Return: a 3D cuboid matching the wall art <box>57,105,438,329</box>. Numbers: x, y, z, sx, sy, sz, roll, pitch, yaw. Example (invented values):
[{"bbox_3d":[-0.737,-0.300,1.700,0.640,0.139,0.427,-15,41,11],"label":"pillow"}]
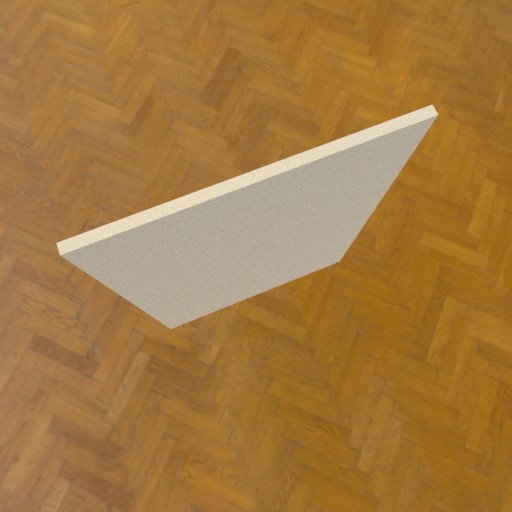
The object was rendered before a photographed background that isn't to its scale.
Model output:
[{"bbox_3d":[0.000,0.000,0.671,0.381,0.533,0.013,-21,75,-6],"label":"wall art"}]
